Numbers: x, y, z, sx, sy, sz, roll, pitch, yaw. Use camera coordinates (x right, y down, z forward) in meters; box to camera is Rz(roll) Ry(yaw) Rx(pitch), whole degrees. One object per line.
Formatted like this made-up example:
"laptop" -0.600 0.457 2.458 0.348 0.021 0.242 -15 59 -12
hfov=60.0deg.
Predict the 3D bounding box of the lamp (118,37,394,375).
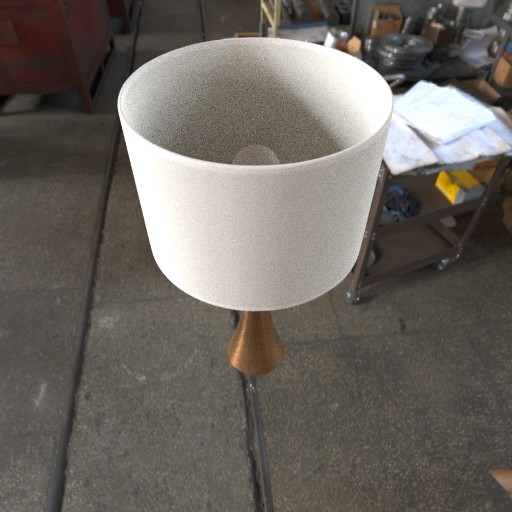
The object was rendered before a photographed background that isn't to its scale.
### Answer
"lamp" 0.000 0.000 0.611 0.268 0.479 0.268 -32 54 -27
